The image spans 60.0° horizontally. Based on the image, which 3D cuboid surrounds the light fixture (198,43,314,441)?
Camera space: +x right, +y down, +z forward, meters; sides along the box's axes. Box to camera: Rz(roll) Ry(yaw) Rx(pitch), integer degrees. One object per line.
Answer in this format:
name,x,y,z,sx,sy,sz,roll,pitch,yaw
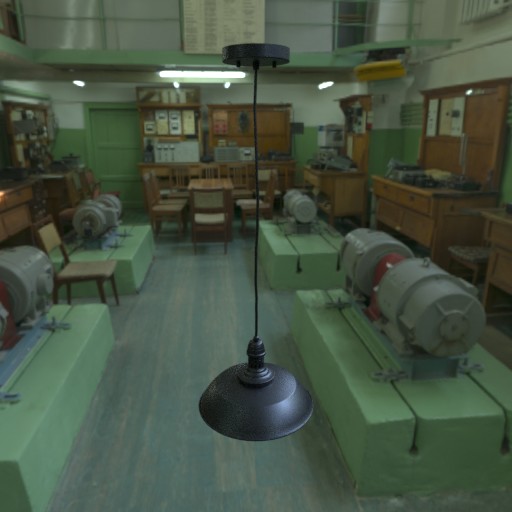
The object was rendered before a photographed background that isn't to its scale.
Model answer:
light fixture,0.000,0.000,1.162,0.331,0.993,0.331,-2,17,-7
